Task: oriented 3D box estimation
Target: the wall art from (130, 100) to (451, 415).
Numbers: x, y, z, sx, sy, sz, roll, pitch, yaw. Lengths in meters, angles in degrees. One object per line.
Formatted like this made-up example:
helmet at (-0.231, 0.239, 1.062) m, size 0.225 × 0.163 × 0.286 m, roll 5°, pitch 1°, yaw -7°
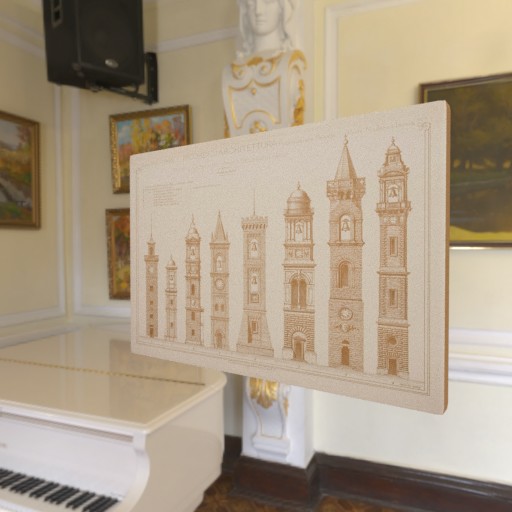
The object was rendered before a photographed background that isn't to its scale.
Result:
wall art at (0.000, 0.000, 0.470) m, size 0.380 × 0.254 × 0.019 m, roll 1°, pitch 1°, yaw 35°
